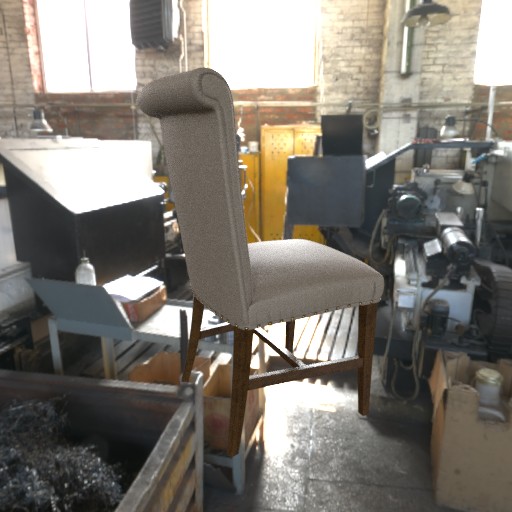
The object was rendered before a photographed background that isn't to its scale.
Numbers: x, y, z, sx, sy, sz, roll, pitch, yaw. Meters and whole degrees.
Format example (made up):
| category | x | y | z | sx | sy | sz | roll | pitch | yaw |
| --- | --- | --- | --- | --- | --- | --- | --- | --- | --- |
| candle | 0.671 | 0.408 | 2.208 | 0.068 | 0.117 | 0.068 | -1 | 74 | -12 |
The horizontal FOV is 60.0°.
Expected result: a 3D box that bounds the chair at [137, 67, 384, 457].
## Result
| category | x | y | z | sx | sy | sz | roll | pitch | yaw |
| --- | --- | --- | --- | --- | --- | --- | --- | --- | --- |
| chair | 0.000 | 0.000 | 1.360 | 0.608 | 0.988 | 0.513 | -7 | 17 | -26 |
